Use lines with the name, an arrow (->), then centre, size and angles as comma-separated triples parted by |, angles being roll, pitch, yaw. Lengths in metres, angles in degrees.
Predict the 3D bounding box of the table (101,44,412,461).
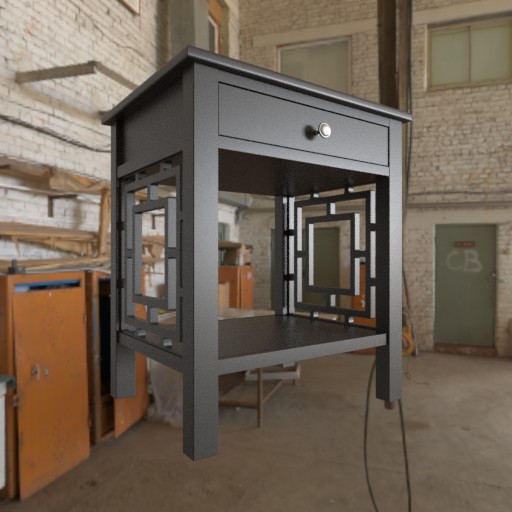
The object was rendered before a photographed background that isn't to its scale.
table -> 0.000, 0.000, 1.012 | 0.564, 0.646, 0.451 | 0, 0, -36
